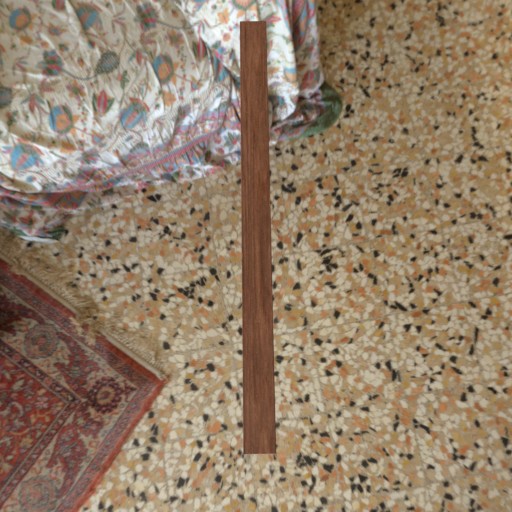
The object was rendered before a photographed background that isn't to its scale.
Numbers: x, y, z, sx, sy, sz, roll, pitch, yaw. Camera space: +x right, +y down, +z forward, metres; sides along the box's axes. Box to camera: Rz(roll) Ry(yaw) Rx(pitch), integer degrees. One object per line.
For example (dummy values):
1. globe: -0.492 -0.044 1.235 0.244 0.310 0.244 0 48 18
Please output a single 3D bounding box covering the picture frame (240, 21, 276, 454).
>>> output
1. picture frame: 0.000 0.000 0.538 0.025 0.330 0.381 -1 77 0
